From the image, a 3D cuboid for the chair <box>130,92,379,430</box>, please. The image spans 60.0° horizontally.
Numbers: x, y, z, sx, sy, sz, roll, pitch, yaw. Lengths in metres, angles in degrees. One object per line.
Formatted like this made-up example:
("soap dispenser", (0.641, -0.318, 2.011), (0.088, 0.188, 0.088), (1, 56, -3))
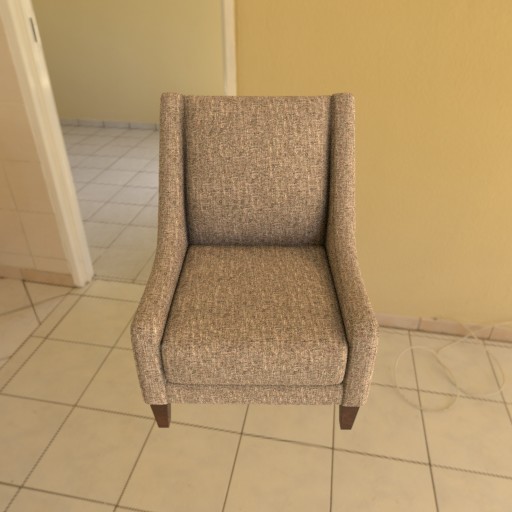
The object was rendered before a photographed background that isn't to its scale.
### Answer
("chair", (0.000, 0.000, 1.660), (0.774, 1.014, 0.870), (0, 32, 1))
